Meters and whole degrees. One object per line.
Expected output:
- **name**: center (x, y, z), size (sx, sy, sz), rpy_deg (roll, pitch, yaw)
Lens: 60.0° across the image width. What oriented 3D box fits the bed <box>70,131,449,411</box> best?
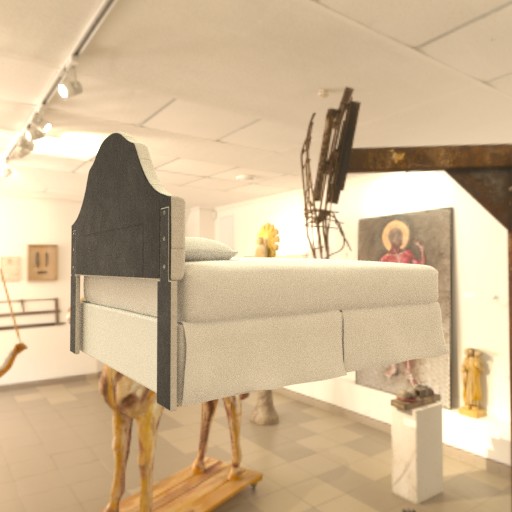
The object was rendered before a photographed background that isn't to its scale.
- **bed**: center (0.000, 0.000, 3.719), size (2.477, 1.617, 2.039), rpy_deg (1, -2, -36)
